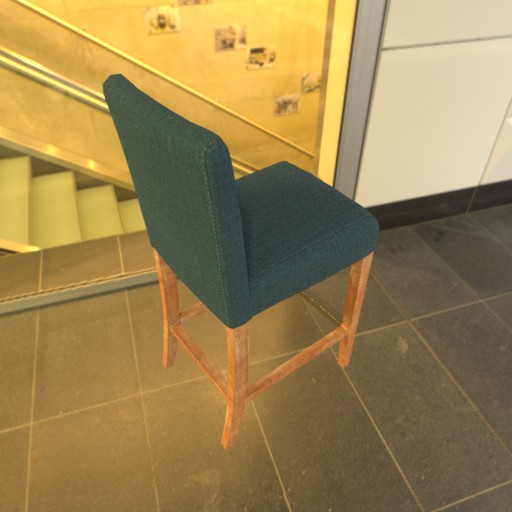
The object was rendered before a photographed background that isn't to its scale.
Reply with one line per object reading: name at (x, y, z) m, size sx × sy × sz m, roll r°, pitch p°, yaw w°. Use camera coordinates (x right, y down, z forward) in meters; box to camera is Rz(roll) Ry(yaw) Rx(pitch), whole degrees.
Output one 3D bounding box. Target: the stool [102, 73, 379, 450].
stool at (0.000, 0.000, 1.303) m, size 0.567 × 1.039 × 0.454 m, roll -27°, pitch 47°, yaw -28°
